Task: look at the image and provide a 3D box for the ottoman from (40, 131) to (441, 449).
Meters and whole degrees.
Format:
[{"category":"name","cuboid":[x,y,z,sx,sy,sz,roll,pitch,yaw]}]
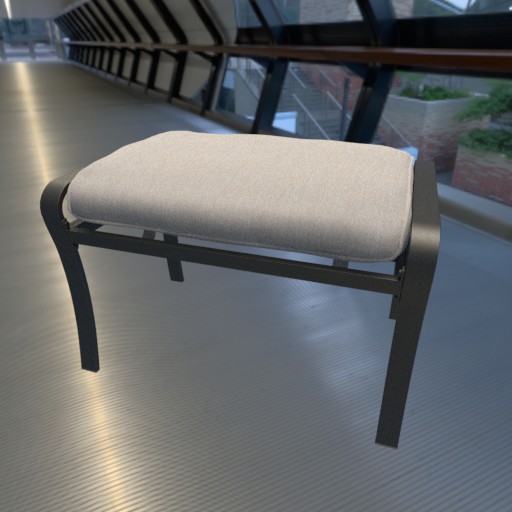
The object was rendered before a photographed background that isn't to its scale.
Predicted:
[{"category":"ottoman","cuboid":[0.000,0.000,0.870,0.610,0.422,0.406,9,28,16]}]
